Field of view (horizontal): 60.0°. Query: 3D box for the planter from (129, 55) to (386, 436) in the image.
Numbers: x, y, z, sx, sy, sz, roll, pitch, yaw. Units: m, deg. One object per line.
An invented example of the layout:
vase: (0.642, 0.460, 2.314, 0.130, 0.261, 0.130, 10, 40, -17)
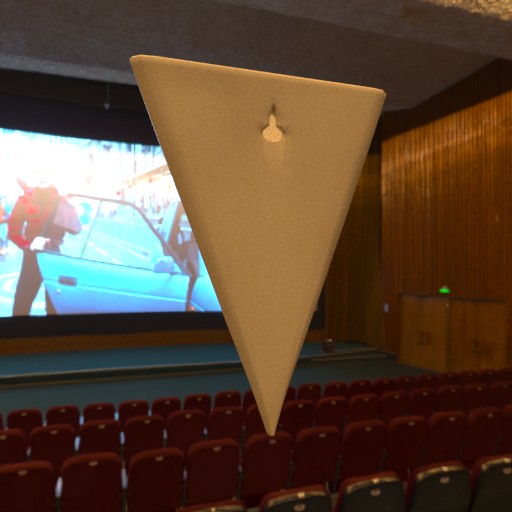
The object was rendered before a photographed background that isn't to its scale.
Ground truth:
planter: (0.000, 0.000, 0.267, 0.150, 0.197, 0.060, 0, -1, -19)
